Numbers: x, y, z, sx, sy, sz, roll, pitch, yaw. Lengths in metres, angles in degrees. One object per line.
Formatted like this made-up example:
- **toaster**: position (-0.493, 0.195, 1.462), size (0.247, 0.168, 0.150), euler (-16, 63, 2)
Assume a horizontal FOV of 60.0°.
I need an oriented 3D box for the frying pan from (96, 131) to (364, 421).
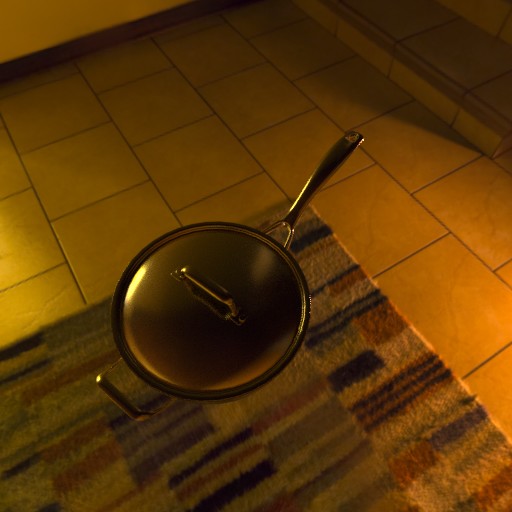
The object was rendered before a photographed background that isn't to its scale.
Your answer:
- **frying pan**: position (0.000, 0.000, 0.672), size (0.280, 0.114, 0.561), euler (33, 63, 20)
